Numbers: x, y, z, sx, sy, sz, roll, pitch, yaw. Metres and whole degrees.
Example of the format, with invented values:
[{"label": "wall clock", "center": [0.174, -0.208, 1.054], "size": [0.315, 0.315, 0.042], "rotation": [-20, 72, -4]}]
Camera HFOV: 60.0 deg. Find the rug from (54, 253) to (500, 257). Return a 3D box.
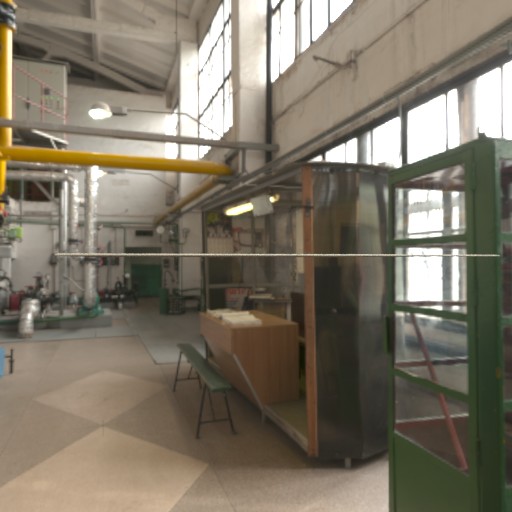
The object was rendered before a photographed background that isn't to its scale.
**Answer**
[{"label": "rug", "center": [0.000, 0.000, 3.895], "size": [2.980, 0.012, 2.363], "rotation": [0, 0, -18]}]
